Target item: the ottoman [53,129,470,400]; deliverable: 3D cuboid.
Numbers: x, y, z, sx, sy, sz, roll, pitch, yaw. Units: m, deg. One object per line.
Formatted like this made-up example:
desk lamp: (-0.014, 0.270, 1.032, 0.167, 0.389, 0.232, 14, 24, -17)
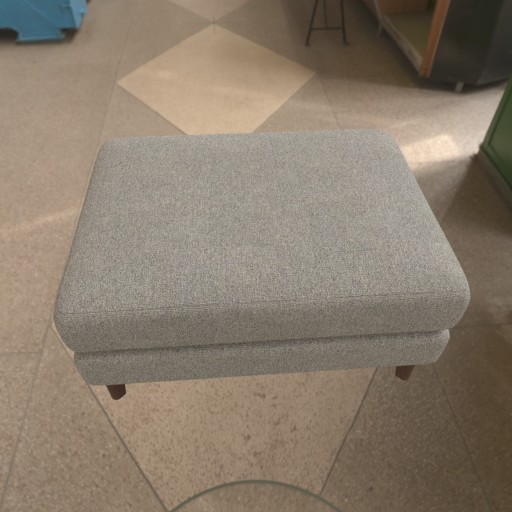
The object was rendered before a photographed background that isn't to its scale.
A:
ottoman: (0.000, 0.000, 1.164, 0.821, 0.441, 0.611, -3, 47, -3)
